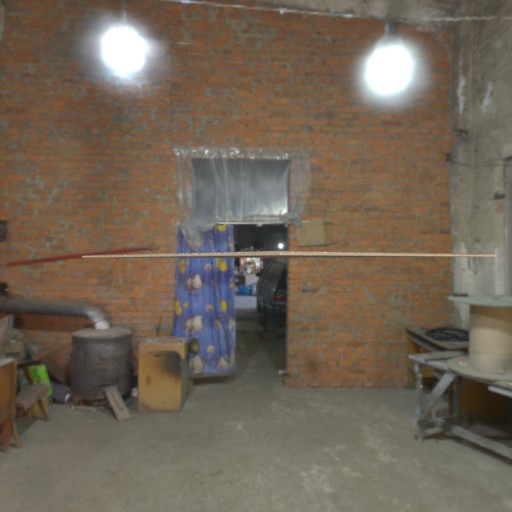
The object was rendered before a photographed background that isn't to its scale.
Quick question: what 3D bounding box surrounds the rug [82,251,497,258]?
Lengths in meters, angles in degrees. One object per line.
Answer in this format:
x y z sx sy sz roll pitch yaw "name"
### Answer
0.000 0.000 2.276 1.219 0.012 1.839 0 -1 -37 "rug"
